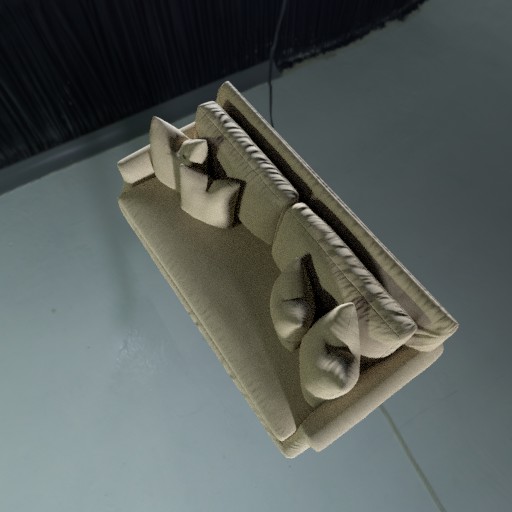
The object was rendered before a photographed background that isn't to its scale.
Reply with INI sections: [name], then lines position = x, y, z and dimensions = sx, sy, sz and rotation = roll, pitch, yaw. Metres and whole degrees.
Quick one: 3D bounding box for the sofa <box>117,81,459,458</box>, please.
[sofa]
position = 0.000, 0.000, 2.850
dimensions = 1.067, 0.904, 2.285
rotation = -32, 67, -15
